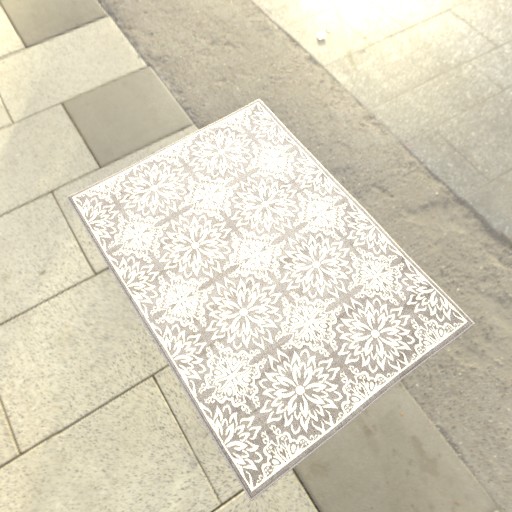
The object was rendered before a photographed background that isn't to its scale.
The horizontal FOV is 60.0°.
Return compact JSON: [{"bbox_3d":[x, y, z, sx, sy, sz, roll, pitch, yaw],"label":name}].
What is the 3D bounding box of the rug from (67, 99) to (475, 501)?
[{"bbox_3d":[0.000,0.000,2.817,1.608,0.014,2.213,-32,67,-15],"label":"rug"}]
